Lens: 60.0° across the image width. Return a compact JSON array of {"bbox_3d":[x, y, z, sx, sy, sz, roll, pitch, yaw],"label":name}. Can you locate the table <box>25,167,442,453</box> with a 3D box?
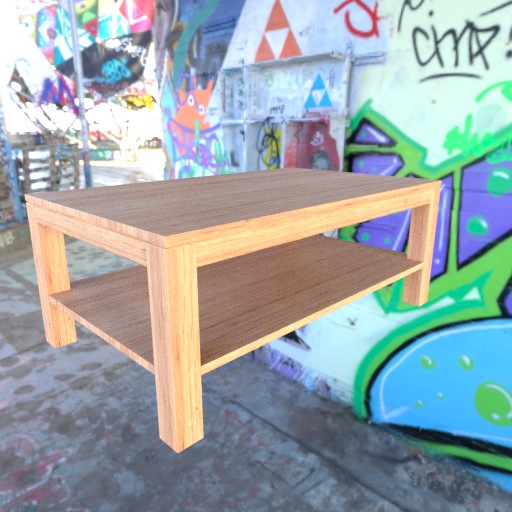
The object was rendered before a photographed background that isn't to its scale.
[{"bbox_3d":[0.000,0.000,1.463,0.695,0.457,1.146,16,23,43],"label":"table"}]
